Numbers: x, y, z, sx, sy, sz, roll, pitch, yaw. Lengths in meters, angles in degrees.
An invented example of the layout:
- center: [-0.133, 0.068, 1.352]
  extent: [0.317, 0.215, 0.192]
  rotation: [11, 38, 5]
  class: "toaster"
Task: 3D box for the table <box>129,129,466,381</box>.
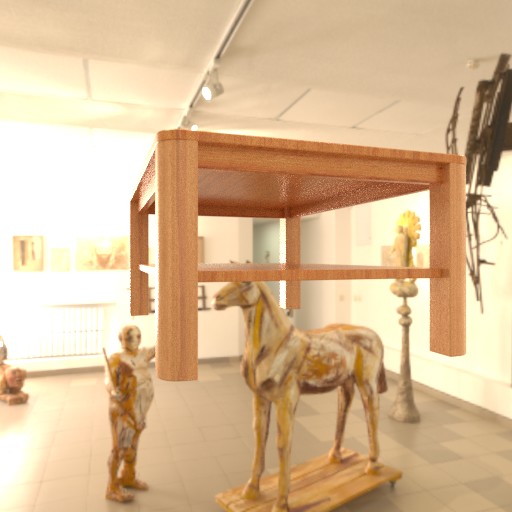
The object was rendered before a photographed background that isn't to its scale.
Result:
- center: [0.000, 0.000, 1.350]
  extent: [0.696, 0.445, 0.997]
  rotation: [0, 0, -19]
  class: "table"
